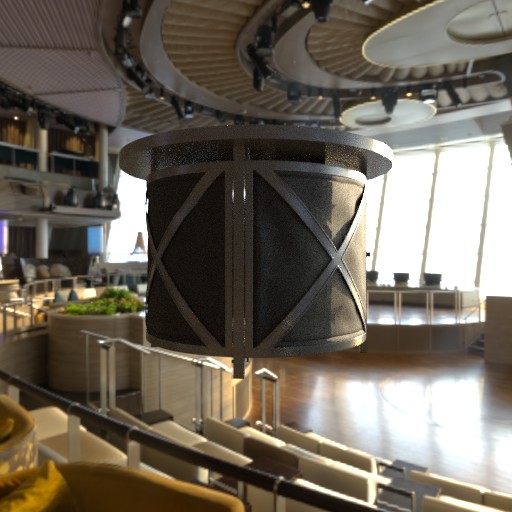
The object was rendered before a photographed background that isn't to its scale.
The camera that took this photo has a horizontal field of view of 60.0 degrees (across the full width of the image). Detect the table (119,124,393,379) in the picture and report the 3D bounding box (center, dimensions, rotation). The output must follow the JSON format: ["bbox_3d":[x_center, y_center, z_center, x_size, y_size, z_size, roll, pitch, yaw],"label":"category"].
[{"bbox_3d":[0.000,0.000,1.549,0.914,0.650,0.914,0,0,0],"label":"table"}]
